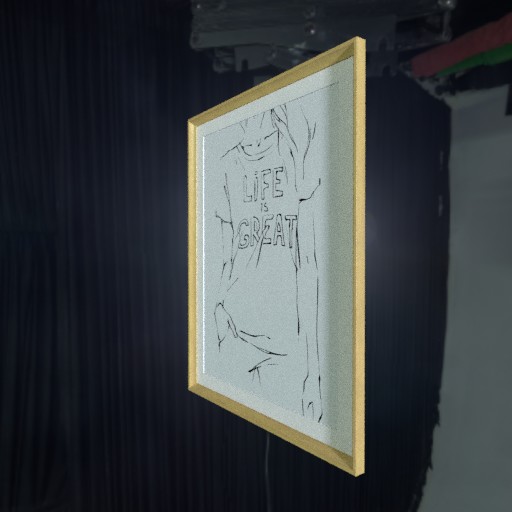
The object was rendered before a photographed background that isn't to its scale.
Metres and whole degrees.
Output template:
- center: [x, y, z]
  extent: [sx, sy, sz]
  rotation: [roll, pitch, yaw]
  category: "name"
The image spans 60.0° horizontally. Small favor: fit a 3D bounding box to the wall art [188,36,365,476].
- center: [0.000, 0.000, 1.336]
  extent: [0.030, 1.002, 0.798]
  rotation: [0, 1, -37]
  category: "wall art"
